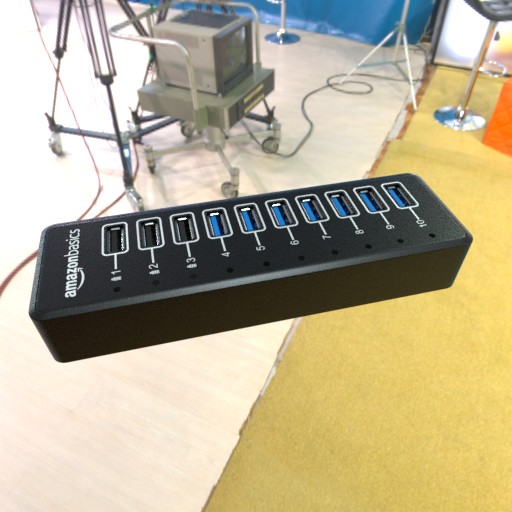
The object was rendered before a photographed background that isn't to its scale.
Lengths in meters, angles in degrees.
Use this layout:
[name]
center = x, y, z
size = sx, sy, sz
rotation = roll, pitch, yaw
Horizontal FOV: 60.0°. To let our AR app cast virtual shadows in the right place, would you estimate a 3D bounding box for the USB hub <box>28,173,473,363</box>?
[USB hub]
center = 0.000, 0.000, 0.161
size = 0.145, 0.023, 0.044
rotation = -10, 45, -10
